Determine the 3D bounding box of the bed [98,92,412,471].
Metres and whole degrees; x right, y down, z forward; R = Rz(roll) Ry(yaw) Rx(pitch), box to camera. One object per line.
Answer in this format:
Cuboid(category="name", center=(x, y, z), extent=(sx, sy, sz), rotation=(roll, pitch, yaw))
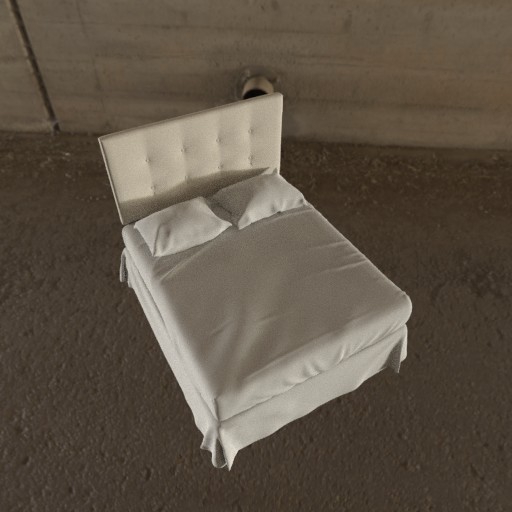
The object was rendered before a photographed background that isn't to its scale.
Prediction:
Cuboid(category="bed", center=(0.000, 0.000, 3.571), extent=(1.936, 1.577, 2.222), rotation=(-22, 49, -20))
